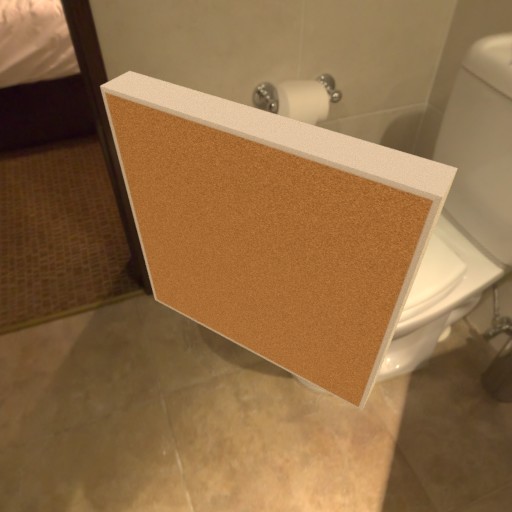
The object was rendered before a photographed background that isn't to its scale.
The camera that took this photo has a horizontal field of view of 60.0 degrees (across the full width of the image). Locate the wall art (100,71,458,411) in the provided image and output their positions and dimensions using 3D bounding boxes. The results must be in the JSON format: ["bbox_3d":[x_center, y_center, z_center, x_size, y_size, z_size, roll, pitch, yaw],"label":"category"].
[{"bbox_3d":[0.000,0.000,0.461,0.305,0.304,0.038,24,50,22],"label":"wall art"}]
